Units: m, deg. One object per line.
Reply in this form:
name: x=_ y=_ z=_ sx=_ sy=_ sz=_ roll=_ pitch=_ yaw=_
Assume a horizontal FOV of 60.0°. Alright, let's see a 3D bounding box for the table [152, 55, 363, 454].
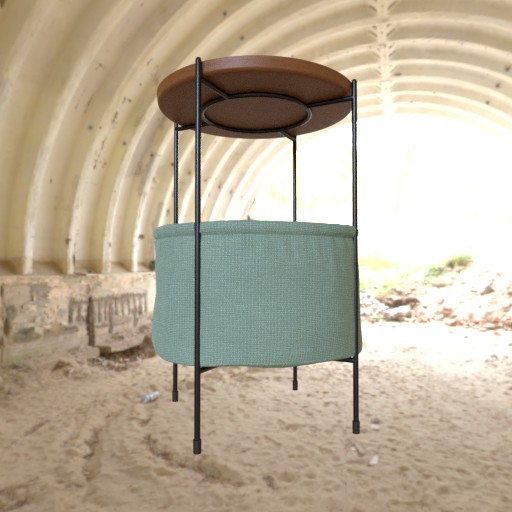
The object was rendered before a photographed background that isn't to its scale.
table: x=0.000 y=0.000 z=0.874 sx=0.400 sy=0.623 sz=0.400 roll=0 pitch=-1 yaw=-17
